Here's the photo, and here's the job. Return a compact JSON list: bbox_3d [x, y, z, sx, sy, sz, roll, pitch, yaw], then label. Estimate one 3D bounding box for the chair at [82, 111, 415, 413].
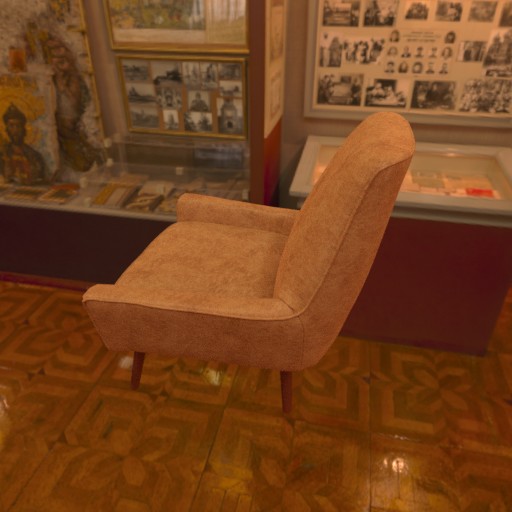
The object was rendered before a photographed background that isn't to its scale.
[{"bbox_3d":[0.000,0.000,1.457,0.851,0.883,0.753,8,32,12],"label":"chair"}]
